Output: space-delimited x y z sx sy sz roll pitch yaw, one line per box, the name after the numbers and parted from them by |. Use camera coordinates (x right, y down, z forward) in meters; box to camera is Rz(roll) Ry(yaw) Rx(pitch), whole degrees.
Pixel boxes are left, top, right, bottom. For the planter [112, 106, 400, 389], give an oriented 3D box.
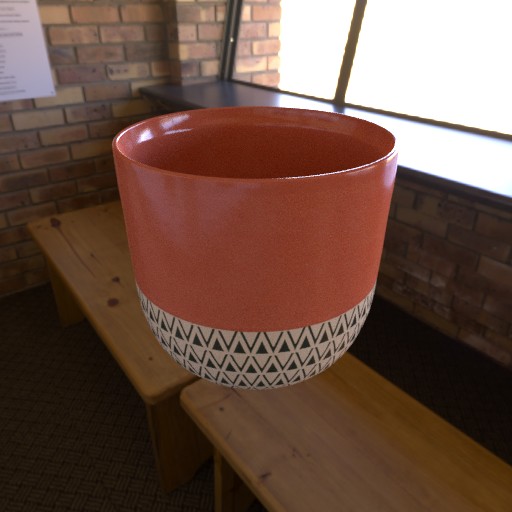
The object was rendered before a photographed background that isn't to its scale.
0.000 0.000 0.490 0.266 0.270 0.266 0 29 0 | planter
